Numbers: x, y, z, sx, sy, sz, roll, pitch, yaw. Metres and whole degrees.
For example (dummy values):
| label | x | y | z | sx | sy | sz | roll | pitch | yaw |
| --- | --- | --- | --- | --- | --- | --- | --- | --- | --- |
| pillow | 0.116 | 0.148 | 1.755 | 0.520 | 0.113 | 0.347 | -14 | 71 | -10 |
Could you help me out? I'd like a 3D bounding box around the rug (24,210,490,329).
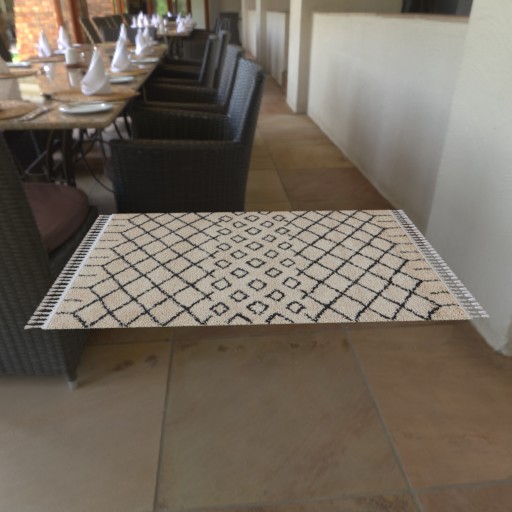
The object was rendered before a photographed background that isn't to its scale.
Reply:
| label | x | y | z | sx | sy | sz | roll | pitch | yaw |
| --- | --- | --- | --- | --- | --- | --- | --- | --- | --- |
| rug | 0.000 | 0.000 | 2.421 | 2.006 | 0.008 | 1.196 | -1 | 29 | -2 |
